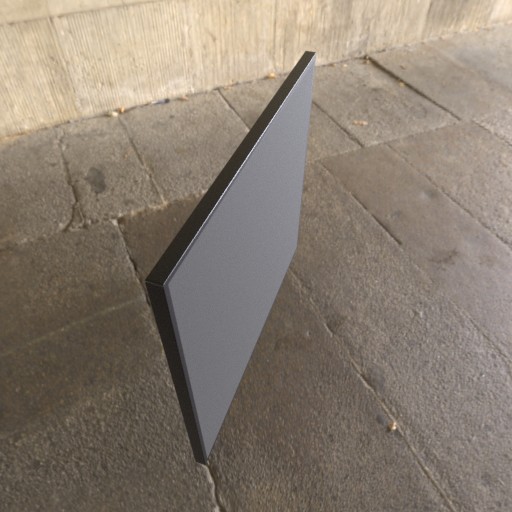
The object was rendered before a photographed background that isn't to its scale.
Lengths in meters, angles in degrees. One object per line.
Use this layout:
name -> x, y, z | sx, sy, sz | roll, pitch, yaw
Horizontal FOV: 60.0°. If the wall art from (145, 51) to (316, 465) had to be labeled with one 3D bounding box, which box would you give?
wall art -> 0.000, 0.000, 0.714 | 0.018, 0.450, 0.521 | 15, 48, 14
